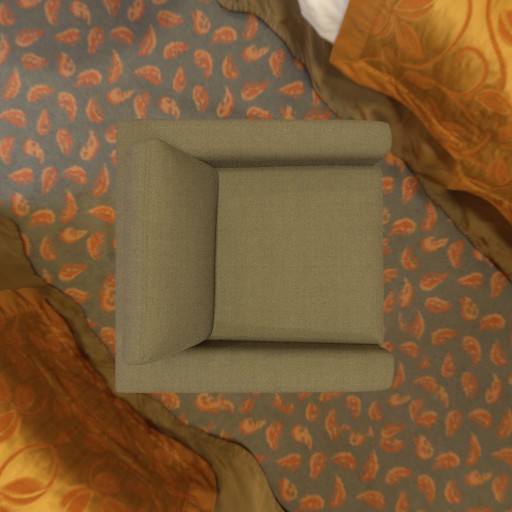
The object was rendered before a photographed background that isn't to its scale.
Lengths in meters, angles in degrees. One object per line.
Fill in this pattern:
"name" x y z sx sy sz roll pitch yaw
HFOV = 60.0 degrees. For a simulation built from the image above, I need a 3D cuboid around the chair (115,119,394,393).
"chair" 0.000 0.000 1.888 1.100 0.847 1.070 0 90 0
